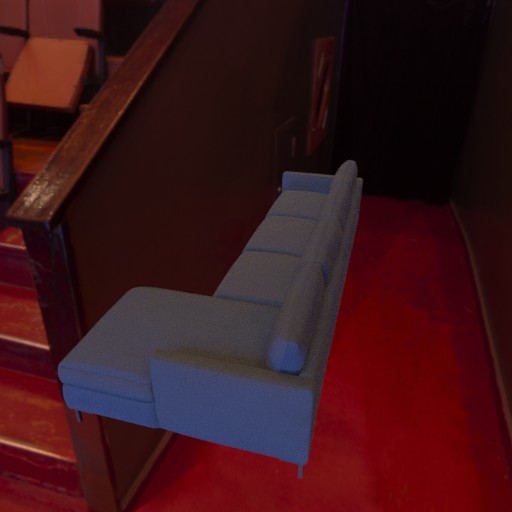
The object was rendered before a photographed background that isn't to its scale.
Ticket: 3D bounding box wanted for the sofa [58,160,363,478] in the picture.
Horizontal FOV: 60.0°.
[{"bbox_3d":[0.000,0.000,3.122,1.255,0.756,2.725,8,30,14],"label":"sofa"}]
